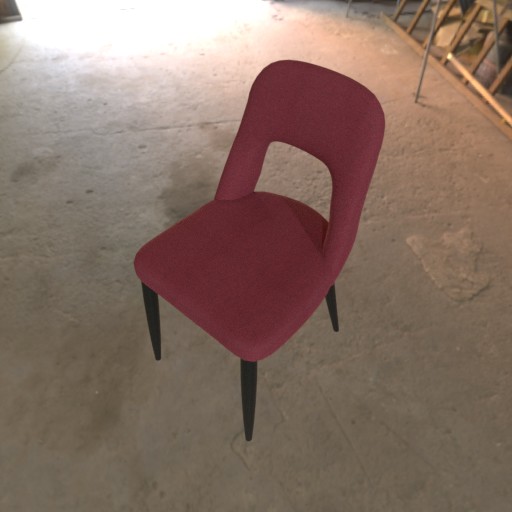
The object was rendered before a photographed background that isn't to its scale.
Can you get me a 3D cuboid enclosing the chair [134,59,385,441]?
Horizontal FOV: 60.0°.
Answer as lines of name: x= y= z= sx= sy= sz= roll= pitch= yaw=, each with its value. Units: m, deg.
chair: x=0.000 y=0.000 z=1.252 sx=0.483 sy=0.892 sz=0.569 roll=32 pitch=55 yaw=27
